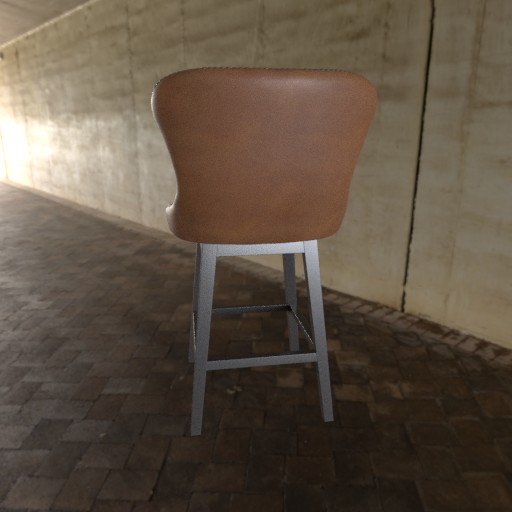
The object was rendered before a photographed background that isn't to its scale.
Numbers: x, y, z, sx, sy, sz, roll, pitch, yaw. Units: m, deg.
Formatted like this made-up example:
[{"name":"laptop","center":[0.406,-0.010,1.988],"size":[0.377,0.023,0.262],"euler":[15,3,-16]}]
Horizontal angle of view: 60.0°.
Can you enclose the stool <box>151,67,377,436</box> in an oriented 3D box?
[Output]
[{"name":"stool","center":[0.000,0.000,1.310],"size":[0.528,0.971,0.593],"euler":[-3,17,-9]}]
